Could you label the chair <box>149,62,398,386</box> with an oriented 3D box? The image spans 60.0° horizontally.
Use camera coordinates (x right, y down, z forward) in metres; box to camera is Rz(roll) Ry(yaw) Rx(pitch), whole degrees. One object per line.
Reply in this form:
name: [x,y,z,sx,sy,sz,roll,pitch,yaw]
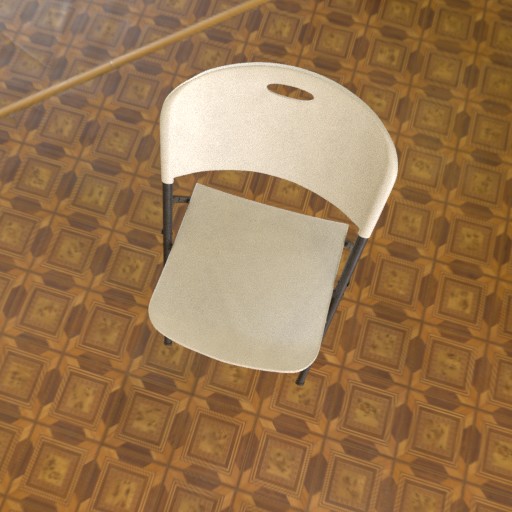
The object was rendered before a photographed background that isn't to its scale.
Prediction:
chair: [0.000,0.000,1.167,0.494,0.810,0.566,16,75,4]
